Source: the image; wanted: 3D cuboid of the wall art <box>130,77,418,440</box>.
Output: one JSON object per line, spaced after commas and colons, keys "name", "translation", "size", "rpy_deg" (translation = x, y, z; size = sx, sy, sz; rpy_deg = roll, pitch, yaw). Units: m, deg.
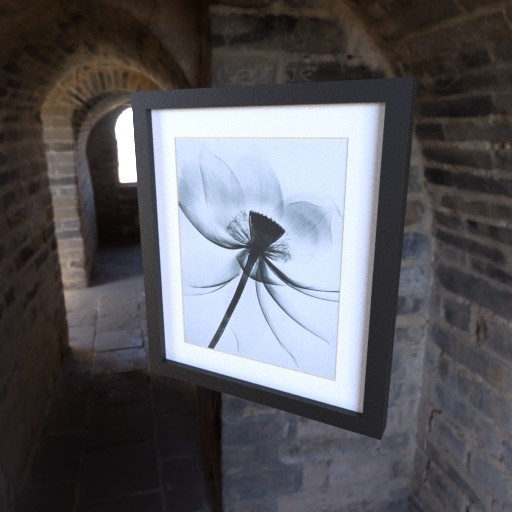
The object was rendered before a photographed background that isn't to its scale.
{"name": "wall art", "translation": [0.000, 0.000, 0.532], "size": [0.330, 0.381, 0.029], "rpy_deg": [8, 17, 26]}
